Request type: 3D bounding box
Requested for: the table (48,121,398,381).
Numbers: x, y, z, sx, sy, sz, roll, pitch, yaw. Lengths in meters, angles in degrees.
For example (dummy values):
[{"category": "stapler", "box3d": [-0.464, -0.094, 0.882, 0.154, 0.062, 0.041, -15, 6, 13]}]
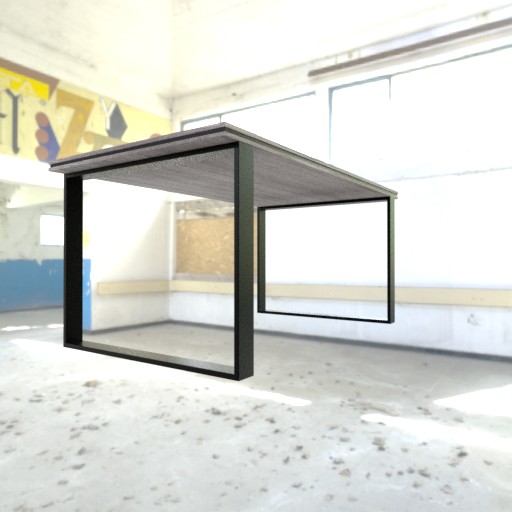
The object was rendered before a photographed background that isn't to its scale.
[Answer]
[{"category": "table", "box3d": [0.000, 0.000, 2.128, 0.881, 0.736, 1.579, 0, 0, 35]}]
